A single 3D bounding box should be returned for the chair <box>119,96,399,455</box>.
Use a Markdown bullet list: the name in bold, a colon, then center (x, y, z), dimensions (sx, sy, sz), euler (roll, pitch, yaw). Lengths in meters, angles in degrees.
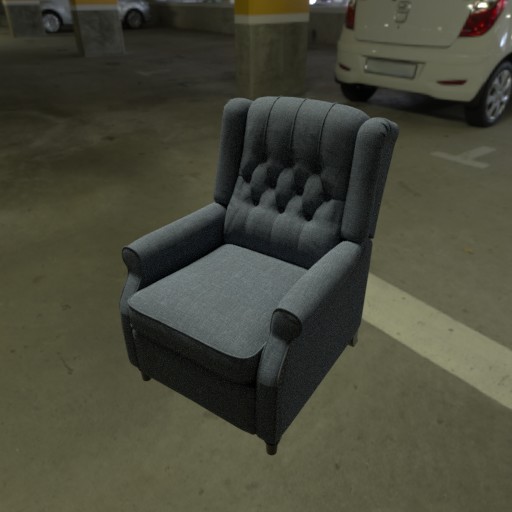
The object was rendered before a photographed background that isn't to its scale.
- **chair**: center (0.000, 0.000, 1.676), dimensions (0.742, 1.035, 0.898), euler (19, 36, 29)
